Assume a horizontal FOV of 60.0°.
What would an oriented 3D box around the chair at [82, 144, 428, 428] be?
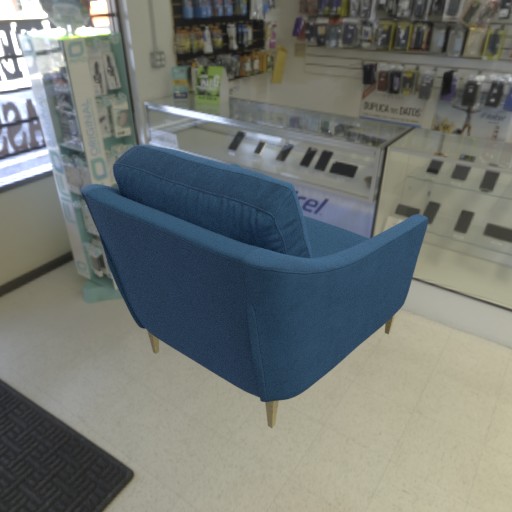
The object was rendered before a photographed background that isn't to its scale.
[{"bbox_3d":[0.000,0.000,1.723,0.987,0.899,0.961,22,37,31],"label":"chair"}]
